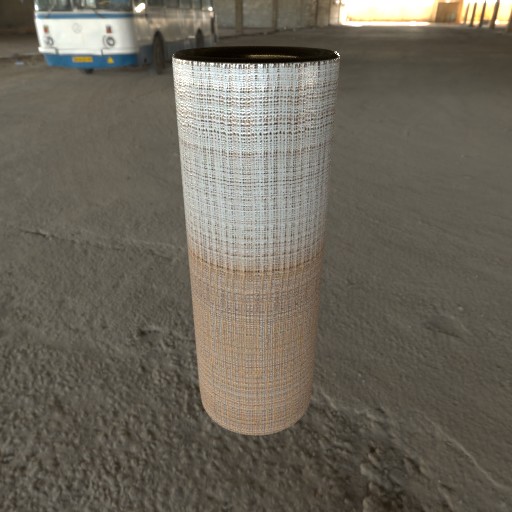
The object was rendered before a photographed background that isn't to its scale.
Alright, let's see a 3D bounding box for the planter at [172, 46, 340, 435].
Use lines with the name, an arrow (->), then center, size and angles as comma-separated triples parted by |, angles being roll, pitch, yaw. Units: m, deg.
planter -> 0.000, 0.000, 0.330 | 0.099, 0.278, 0.099 | 8, 30, 15
